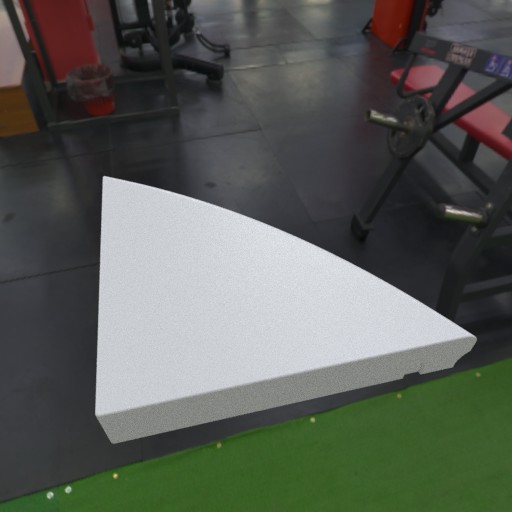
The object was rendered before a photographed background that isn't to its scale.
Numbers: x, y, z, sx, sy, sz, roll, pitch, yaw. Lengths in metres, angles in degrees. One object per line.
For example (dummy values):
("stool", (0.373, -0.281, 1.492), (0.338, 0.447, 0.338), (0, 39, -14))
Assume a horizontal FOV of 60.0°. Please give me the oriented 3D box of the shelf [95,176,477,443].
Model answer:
("shelf", (0.000, 0.000, 0.465), (0.310, 0.050, 0.310), (-10, 46, -9))
